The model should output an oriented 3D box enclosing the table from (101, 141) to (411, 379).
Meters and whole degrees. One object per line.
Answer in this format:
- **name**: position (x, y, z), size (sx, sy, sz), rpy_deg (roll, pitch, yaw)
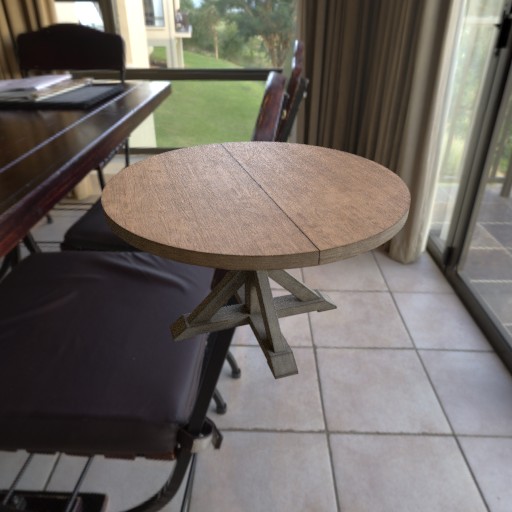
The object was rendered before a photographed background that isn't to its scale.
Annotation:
- **table**: position (0.000, 0.000, 2.226), size (1.363, 0.781, 1.363), rpy_deg (0, 30, 0)
